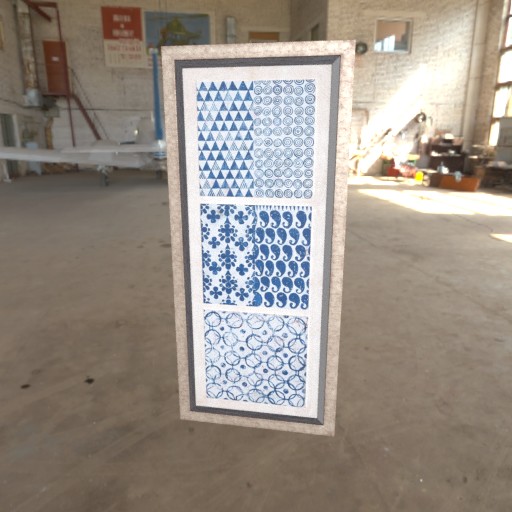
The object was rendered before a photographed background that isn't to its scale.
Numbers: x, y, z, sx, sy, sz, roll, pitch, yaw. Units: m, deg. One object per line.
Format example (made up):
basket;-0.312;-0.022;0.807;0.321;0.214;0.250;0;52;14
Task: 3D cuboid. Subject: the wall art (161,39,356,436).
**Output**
wall art;0.000;0.000;1.668;0.648;1.461;0.051;3;15;10
